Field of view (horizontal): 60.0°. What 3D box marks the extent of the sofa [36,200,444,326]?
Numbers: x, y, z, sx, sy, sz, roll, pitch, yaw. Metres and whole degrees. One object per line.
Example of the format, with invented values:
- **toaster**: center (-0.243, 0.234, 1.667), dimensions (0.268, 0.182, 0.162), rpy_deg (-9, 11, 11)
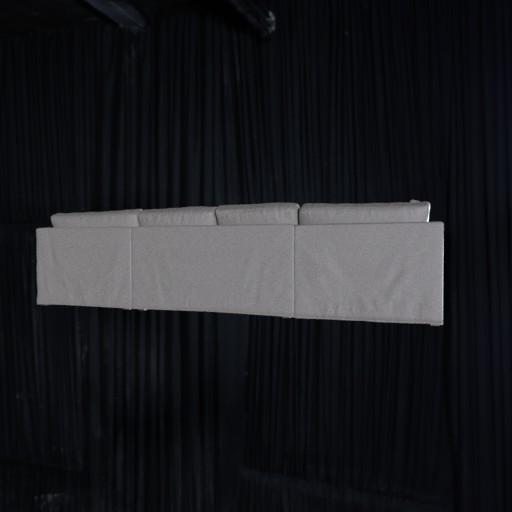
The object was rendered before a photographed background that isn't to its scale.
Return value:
- **sofa**: center (0.000, 0.000, 4.616), dimensions (3.460, 0.882, 2.427), rpy_deg (0, 1, 19)
